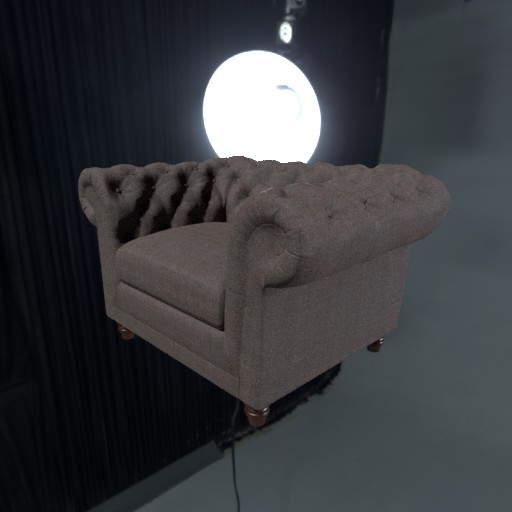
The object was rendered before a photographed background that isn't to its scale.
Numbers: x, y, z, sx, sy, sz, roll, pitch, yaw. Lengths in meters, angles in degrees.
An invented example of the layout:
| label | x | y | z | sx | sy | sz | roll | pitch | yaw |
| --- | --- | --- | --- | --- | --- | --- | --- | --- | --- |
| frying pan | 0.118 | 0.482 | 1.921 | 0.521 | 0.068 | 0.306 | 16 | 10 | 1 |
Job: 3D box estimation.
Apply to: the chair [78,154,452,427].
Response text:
| label | x | y | z | sx | sy | sz | roll | pitch | yaw |
| --- | --- | --- | --- | --- | --- | --- | --- | --- | --- |
| chair | 0.000 | 0.000 | 1.868 | 0.945 | 0.780 | 1.298 | -15 | 22 | -42 |
